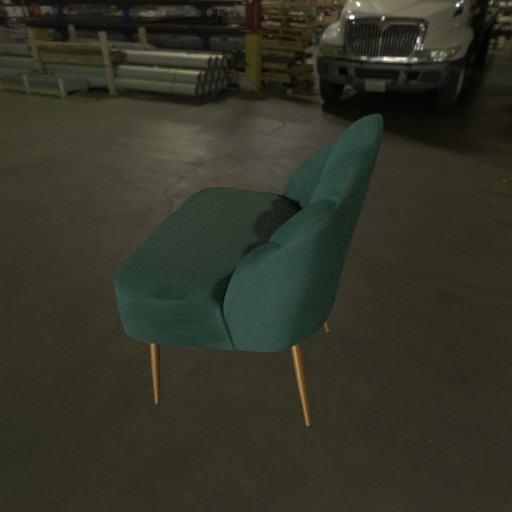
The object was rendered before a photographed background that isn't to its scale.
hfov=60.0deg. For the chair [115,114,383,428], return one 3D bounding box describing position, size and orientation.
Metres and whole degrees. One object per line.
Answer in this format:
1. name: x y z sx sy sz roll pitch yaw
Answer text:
1. chair: 0.000 0.000 1.267 0.599 0.819 0.657 8 31 13
